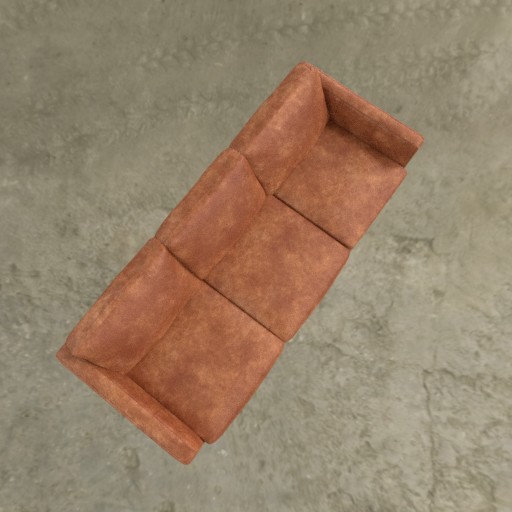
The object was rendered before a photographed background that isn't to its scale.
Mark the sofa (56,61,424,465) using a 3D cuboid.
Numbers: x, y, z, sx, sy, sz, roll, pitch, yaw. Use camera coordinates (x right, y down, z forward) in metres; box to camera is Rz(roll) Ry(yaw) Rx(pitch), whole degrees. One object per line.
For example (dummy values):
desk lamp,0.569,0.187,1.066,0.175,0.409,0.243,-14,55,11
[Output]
sofa,0.000,0.000,2.975,1.045,1.006,2.464,36,79,8
